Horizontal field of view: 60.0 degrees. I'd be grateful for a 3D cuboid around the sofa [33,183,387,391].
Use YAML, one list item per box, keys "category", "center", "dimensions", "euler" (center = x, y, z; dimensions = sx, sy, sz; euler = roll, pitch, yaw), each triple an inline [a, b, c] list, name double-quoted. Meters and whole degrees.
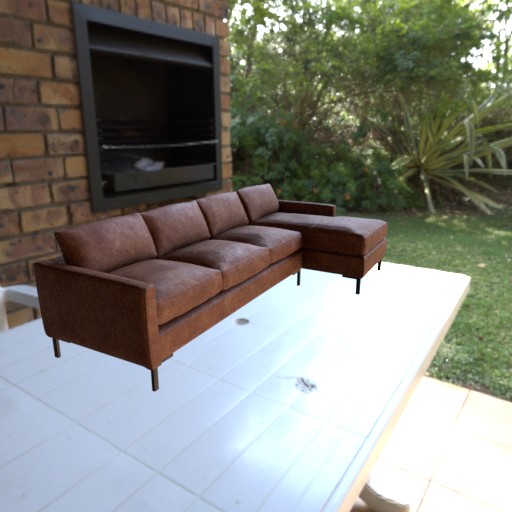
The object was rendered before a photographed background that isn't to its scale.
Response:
- category: "sofa"
  center: [0.000, 0.000, 3.652]
  dimensions: [1.471, 0.859, 2.993]
  euler: [9, 18, 28]
